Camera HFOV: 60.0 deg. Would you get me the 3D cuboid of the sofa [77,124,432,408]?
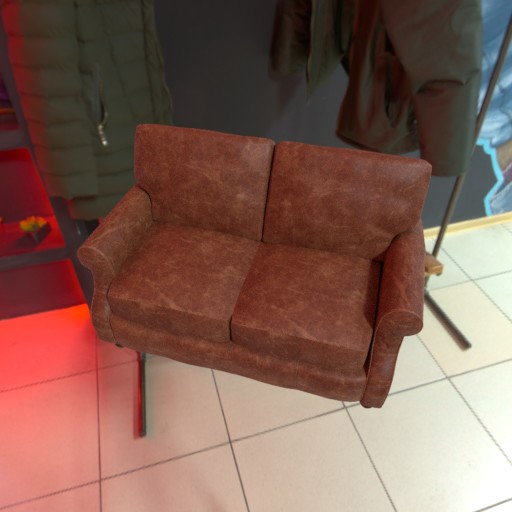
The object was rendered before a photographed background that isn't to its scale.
[{"bbox_3d":[0.000,0.000,2.260,1.616,0.967,0.990,11,42,12],"label":"sofa"}]
